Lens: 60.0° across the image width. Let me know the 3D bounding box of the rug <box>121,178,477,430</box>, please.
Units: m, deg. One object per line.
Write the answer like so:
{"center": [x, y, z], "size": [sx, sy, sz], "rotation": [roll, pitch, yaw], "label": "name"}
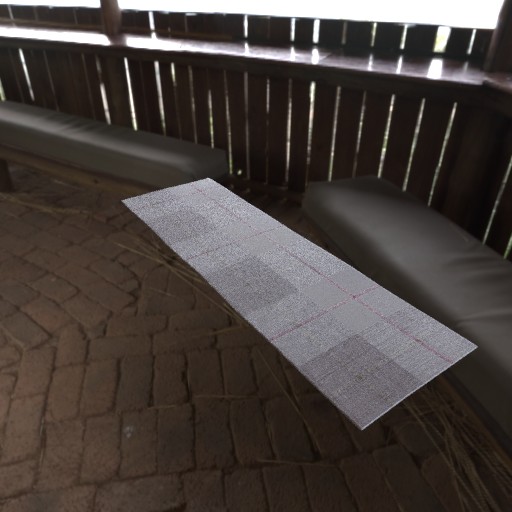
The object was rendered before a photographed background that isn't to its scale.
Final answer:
{"center": [0.000, 0.000, 2.686], "size": [0.762, 0.013, 2.439], "rotation": [-21, 38, -29], "label": "rug"}
